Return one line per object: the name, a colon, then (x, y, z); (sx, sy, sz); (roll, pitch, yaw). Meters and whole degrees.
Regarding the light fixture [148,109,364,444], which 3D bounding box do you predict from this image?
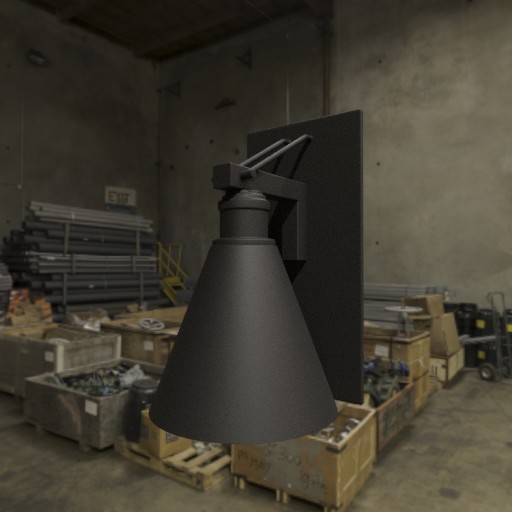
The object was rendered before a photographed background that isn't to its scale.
light fixture: (0.000, 0.000, 0.424); (0.170, 0.298, 0.207); (-1, -1, 37)
